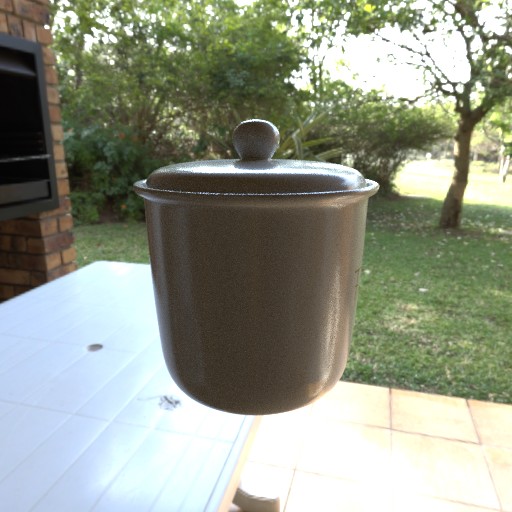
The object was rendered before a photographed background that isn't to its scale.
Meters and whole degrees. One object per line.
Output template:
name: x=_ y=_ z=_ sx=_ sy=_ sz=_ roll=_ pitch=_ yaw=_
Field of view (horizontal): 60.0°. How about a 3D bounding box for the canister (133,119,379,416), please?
canister: x=0.000 y=0.000 z=0.353 sx=0.182 sy=0.208 sz=0.182 roll=0 pitch=14 yaw=0
